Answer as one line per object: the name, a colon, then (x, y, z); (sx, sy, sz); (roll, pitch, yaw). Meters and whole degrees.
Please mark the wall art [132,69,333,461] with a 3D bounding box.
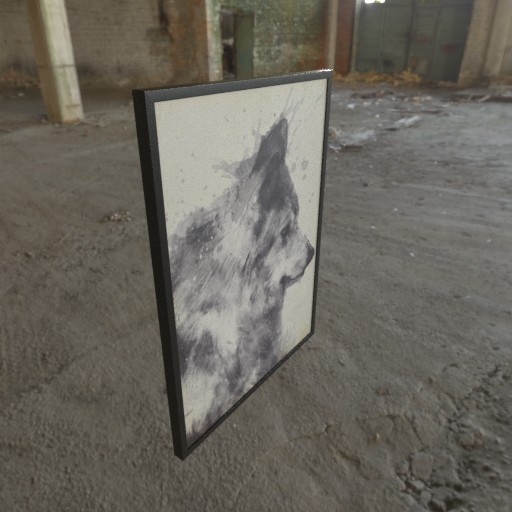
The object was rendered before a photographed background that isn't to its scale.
wall art: (0.000, 0.000, 1.415); (0.039, 1.061, 0.804); (18, 31, 32)
